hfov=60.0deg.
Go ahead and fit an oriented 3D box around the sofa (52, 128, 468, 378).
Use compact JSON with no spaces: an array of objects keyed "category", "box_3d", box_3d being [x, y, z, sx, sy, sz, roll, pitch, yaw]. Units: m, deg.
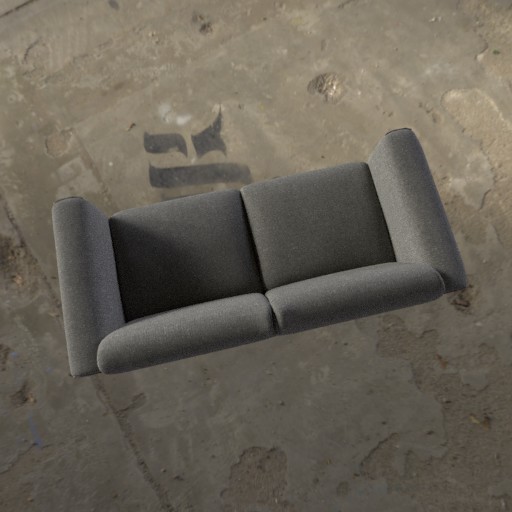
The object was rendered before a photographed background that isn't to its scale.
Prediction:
[{"category":"sofa","box_3d":[0.000,0.000,2.555,2.125,0.703,0.985,-12,76,-3]}]
